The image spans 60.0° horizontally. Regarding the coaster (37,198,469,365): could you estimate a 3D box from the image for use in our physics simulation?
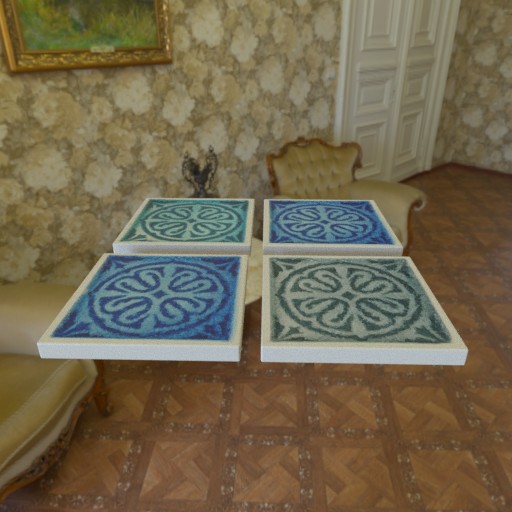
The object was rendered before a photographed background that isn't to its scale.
[{"bbox_3d":[0.000,0.000,0.319,0.214,0.010,0.219,1,27,1],"label":"coaster"}]
